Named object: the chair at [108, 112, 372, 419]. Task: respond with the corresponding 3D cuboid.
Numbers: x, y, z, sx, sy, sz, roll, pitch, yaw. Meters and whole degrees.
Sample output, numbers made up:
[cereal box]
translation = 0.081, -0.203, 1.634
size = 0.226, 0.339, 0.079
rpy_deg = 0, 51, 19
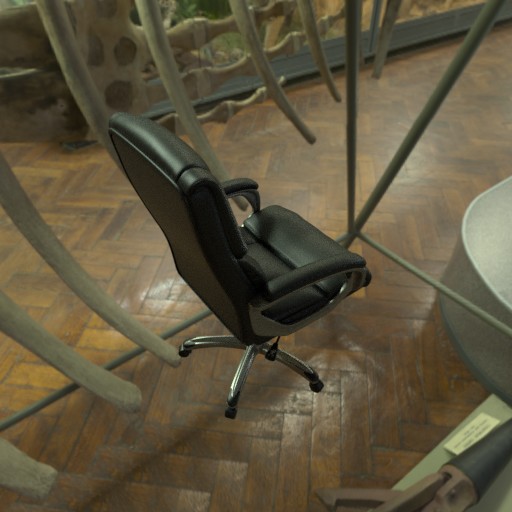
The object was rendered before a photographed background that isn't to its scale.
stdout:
[chair]
translation = 0.000, 0.000, 1.628
size = 0.739, 1.155, 0.663
rpy_deg = -26, 47, -27
